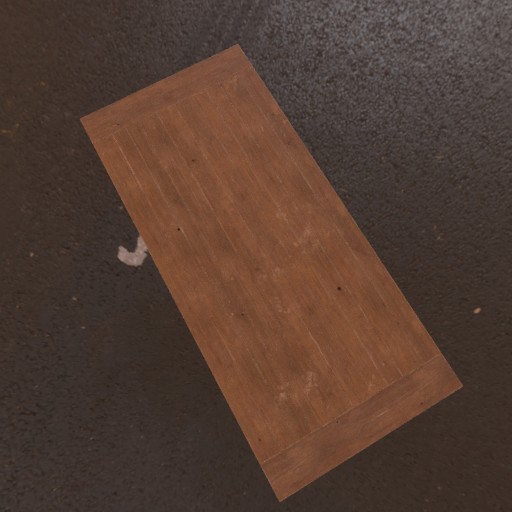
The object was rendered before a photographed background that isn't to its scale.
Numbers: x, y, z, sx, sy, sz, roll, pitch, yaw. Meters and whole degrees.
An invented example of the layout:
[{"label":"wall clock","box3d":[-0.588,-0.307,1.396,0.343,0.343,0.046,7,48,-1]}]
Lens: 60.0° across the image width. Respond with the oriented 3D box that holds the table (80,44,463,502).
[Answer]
[{"label":"table","box3d":[0.000,0.000,2.084,0.820,0.465,1.800,-29,77,-7]}]
